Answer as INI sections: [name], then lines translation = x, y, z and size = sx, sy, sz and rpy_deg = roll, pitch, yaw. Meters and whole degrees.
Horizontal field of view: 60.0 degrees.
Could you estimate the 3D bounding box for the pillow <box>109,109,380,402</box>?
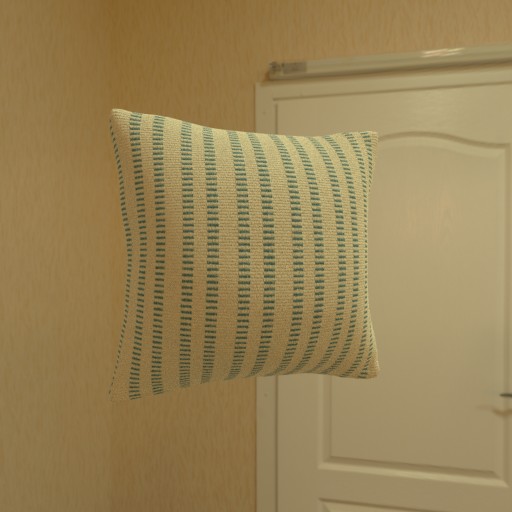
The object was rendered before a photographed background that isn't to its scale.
[pillow]
translation = 0.000, 0.000, 0.692
size = 0.438, 0.419, 0.247
rpy_deg = 0, 1, -17
